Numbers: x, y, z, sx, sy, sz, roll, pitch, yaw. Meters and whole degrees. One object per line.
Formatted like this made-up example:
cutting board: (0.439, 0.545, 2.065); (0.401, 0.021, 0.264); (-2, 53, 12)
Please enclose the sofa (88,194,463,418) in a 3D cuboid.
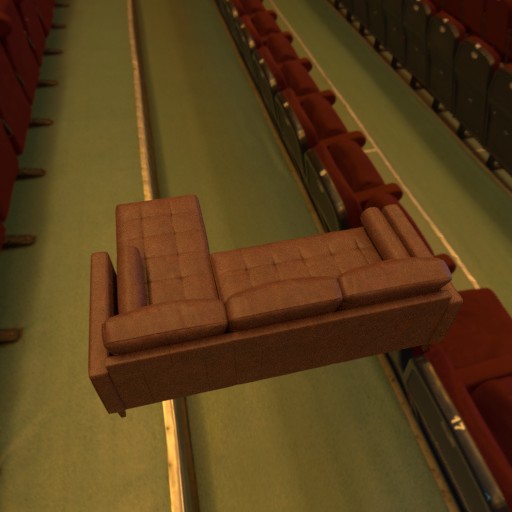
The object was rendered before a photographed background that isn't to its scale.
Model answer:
sofa: (0.000, 0.000, 3.100); (2.185, 0.841, 1.613); (-10, 48, -9)
